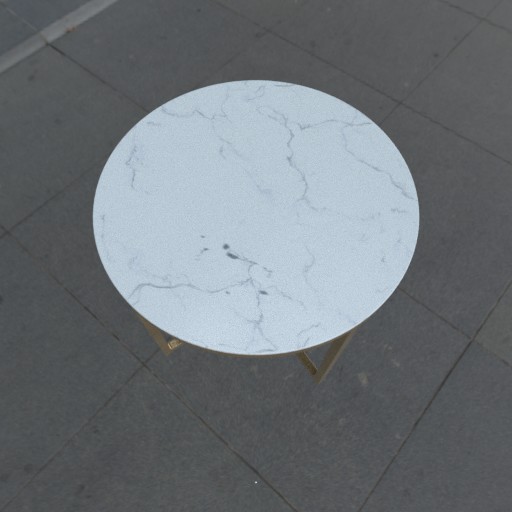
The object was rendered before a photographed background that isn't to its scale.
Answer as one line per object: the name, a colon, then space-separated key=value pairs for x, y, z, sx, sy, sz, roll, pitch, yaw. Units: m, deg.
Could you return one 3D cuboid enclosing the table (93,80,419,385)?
table: x=0.000 y=0.000 z=0.874 sx=0.500 sy=0.420 sz=0.500 roll=0 pitch=63 yaw=0
